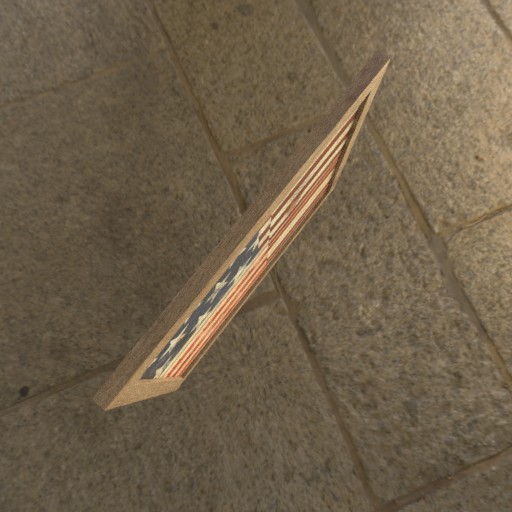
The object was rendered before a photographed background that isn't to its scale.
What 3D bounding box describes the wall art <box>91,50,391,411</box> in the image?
[{"bbox_3d":[0.000,0.000,0.916,0.026,0.535,0.690,37,79,9],"label":"wall art"}]
